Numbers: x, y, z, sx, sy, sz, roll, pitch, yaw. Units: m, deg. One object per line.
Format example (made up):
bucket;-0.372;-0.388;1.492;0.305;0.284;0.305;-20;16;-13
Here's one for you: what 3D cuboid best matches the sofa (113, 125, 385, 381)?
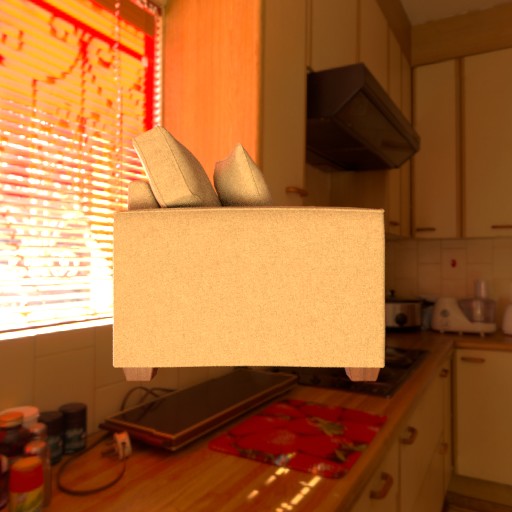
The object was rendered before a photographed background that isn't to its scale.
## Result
sofa;0.000;0.000;2.766;1.061;0.962;2.317;0;-1;0
